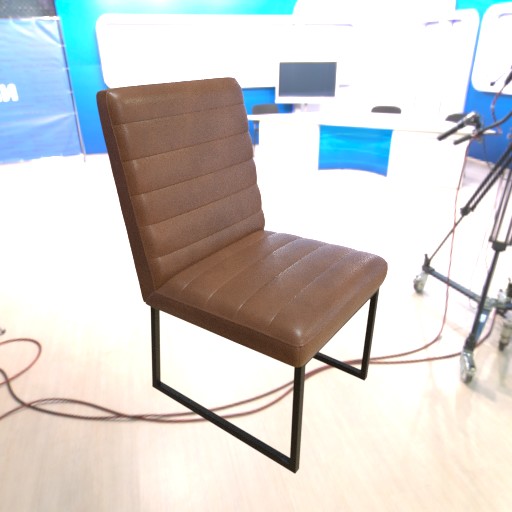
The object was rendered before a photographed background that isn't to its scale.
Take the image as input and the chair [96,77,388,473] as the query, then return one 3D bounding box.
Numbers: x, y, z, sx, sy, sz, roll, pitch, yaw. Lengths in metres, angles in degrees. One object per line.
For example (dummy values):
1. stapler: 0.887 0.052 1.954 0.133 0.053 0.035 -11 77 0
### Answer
1. chair: 0.000 0.000 1.294 0.634 0.930 0.520 18 31 32
